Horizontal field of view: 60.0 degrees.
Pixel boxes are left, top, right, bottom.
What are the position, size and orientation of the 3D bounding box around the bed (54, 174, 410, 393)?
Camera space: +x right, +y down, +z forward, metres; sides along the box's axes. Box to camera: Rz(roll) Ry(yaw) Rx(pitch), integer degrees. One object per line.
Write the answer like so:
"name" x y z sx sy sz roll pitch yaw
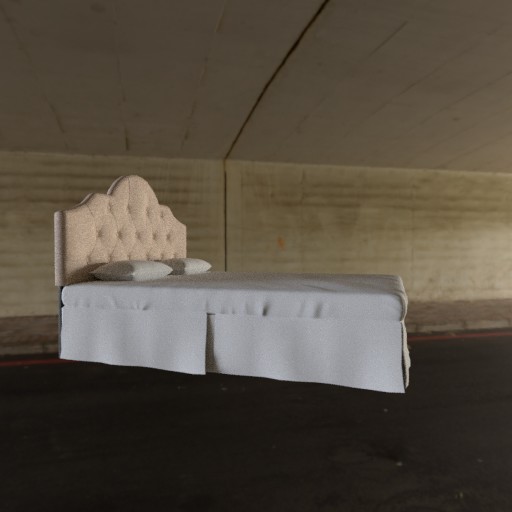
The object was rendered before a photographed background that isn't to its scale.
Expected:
"bed" 0.000 0.000 3.021 1.970 1.194 1.667 0 1 17
